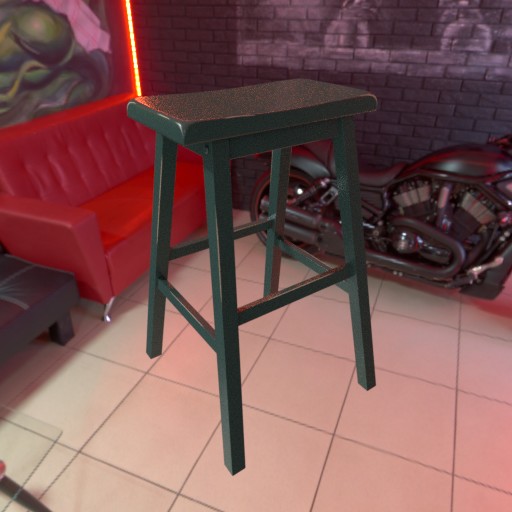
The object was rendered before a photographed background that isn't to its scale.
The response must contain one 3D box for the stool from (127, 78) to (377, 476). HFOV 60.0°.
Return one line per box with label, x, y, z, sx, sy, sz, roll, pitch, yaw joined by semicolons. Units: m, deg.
stool;0.000;0.000;1.064;0.457;0.737;0.476;-19;35;-30
